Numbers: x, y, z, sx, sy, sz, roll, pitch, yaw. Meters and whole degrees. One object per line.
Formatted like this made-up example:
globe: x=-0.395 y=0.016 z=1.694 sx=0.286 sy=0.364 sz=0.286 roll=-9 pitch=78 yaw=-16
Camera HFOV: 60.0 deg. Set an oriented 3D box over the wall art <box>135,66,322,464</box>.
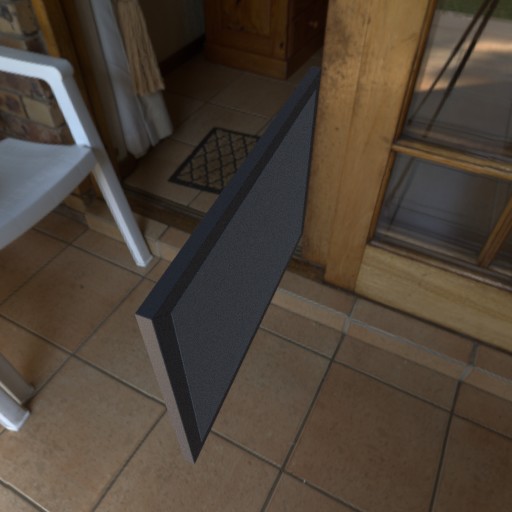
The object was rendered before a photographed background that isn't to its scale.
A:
wall art: x=0.000 y=0.000 z=0.564 sx=0.016 sy=0.306 sz=0.432 roll=16 pitch=49 yaw=15
